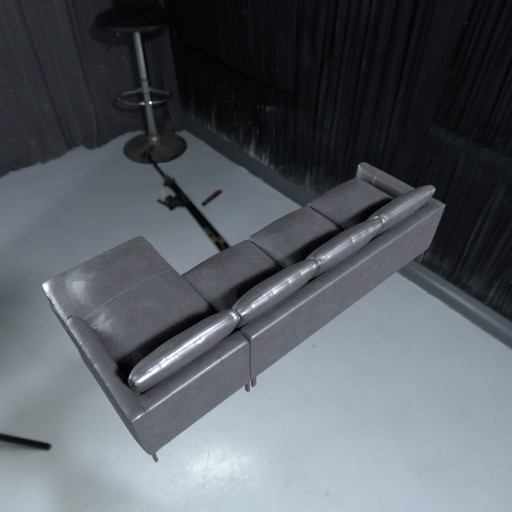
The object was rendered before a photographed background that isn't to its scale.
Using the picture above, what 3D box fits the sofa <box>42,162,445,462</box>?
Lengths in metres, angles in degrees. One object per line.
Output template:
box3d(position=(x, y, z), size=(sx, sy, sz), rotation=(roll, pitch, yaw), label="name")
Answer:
box3d(position=(0.000, 0.000, 3.614), size=(2.993, 0.859, 1.471), rotation=(-30, 52, -27), label="sofa")
